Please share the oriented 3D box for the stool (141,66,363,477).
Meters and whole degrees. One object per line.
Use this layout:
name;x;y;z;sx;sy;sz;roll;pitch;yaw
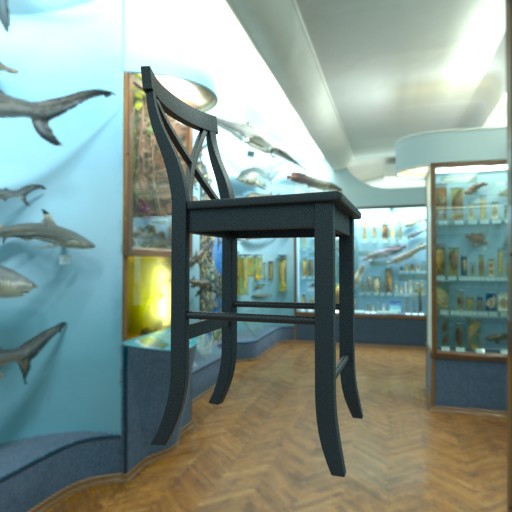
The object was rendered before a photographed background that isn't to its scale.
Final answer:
stool;0.000;0.000;1.276;0.559;0.989;0.452;0;-1;19
